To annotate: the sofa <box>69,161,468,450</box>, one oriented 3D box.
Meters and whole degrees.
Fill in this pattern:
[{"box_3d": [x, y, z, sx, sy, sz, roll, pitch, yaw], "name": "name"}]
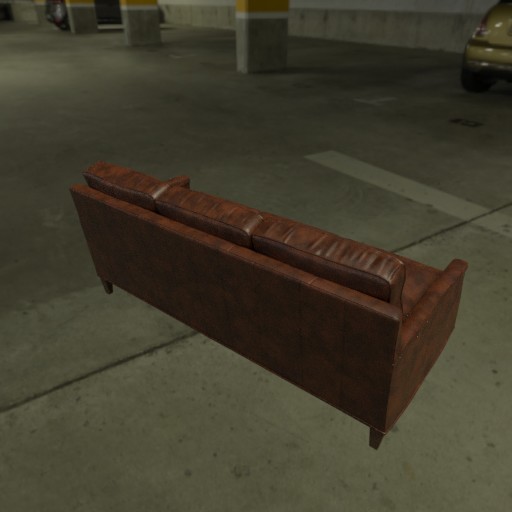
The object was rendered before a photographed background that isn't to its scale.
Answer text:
[{"box_3d": [0.000, 0.000, 2.737, 2.240, 1.003, 1.084, 21, 37, 32], "name": "sofa"}]
